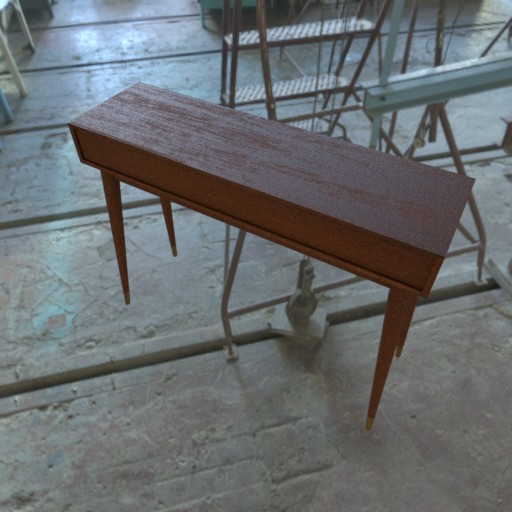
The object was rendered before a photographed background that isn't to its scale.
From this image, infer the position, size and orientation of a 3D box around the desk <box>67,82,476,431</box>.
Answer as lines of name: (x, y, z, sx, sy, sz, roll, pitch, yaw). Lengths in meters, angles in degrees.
desk: (0.000, 0.000, 1.648, 1.204, 0.917, 0.384, 23, 50, 21)
